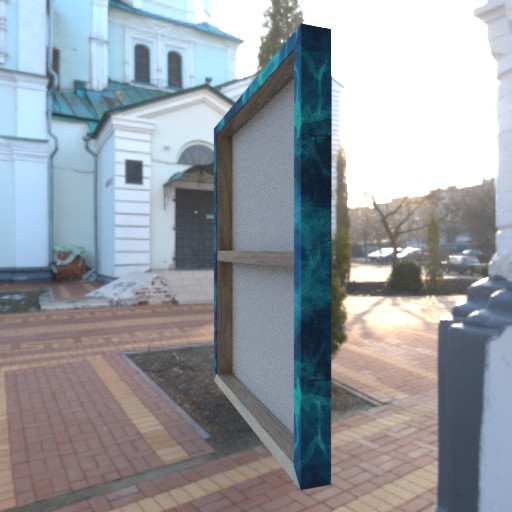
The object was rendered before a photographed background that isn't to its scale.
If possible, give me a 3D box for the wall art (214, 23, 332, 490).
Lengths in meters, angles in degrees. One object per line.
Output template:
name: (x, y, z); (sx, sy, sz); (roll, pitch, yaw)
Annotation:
wall art: (0.000, 0.000, 0.693); (0.038, 0.508, 0.432); (0, 1, -18)
